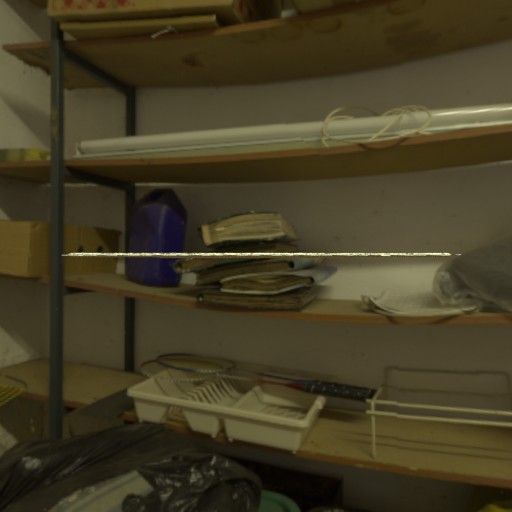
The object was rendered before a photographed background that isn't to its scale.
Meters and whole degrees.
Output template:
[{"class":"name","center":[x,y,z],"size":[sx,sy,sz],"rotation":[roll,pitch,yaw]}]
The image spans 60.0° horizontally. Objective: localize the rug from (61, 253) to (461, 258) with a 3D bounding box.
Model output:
[{"class":"rug","center":[0.000,0.000,3.833],"size":[2.125,0.028,3.027],"rotation":[0,0,-1]}]
